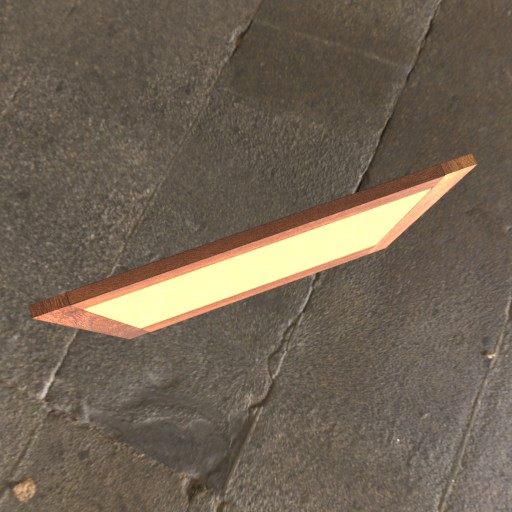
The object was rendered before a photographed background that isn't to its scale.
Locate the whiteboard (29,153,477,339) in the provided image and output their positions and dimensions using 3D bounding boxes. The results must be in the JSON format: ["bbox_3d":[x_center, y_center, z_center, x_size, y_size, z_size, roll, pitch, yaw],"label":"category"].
[{"bbox_3d":[0.000,0.000,1.013,0.783,0.559,0.083,-19,77,-5],"label":"whiteboard"}]
